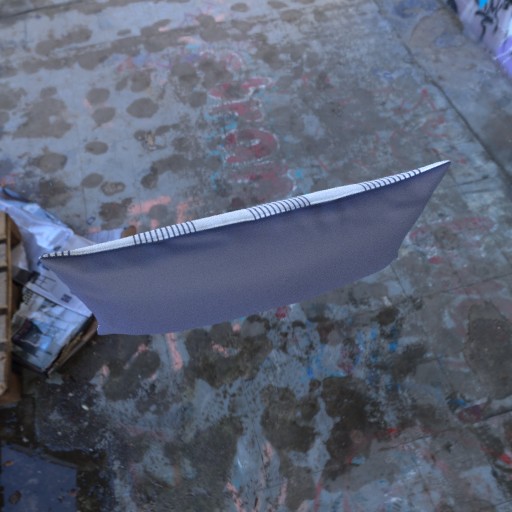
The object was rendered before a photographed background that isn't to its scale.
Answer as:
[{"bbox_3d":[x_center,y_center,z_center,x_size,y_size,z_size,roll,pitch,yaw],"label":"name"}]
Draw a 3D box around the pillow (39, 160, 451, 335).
[{"bbox_3d":[0.000,0.000,0.748,0.610,0.287,0.151,-14,60,-8],"label":"pillow"}]
